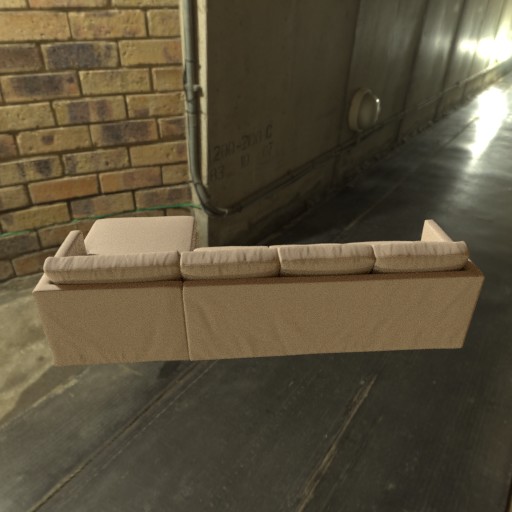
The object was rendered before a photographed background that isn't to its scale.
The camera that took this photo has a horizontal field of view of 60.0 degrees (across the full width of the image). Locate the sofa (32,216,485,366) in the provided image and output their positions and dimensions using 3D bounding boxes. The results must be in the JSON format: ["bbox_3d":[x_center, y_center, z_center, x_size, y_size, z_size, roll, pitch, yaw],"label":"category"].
[{"bbox_3d":[0.000,0.000,3.888,3.206,0.871,1.622,-2,31,-3],"label":"sofa"}]
